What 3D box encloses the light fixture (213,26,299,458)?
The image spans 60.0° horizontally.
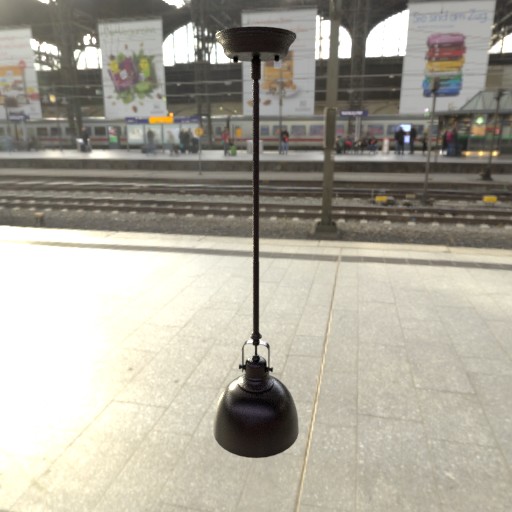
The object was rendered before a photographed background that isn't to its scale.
[{"bbox_3d":[0.000,0.000,0.847,0.182,0.768,0.182,3,15,10],"label":"light fixture"}]
